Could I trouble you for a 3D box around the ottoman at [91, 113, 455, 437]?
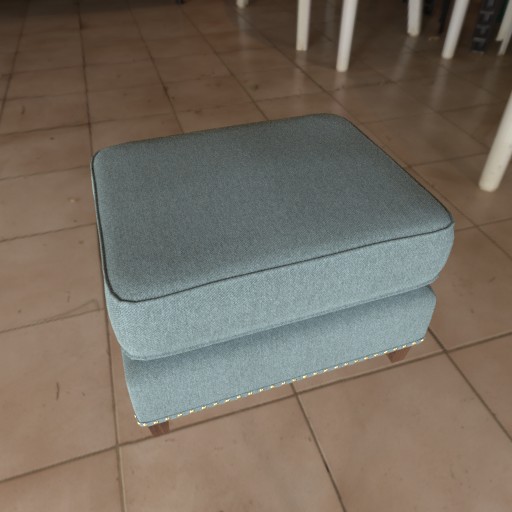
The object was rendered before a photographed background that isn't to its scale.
[{"bbox_3d":[0.000,0.000,1.143,0.738,0.537,0.589,-13,44,-14],"label":"ottoman"}]
